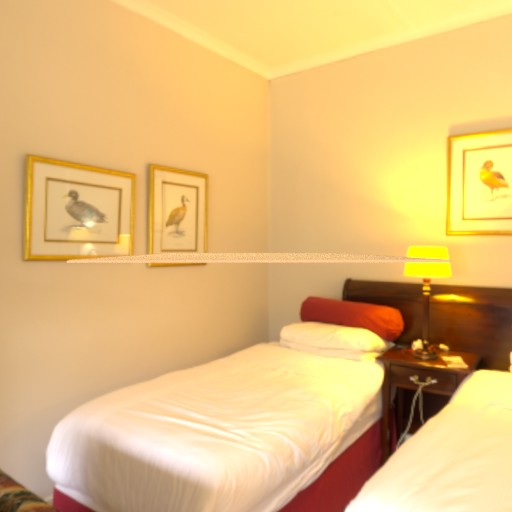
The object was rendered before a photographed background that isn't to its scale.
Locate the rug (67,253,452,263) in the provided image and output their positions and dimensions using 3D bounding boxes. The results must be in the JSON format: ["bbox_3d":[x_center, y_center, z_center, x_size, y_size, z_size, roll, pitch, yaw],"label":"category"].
[{"bbox_3d":[0.000,0.000,2.803,1.524,0.013,2.134,0,1,-1],"label":"rug"}]
